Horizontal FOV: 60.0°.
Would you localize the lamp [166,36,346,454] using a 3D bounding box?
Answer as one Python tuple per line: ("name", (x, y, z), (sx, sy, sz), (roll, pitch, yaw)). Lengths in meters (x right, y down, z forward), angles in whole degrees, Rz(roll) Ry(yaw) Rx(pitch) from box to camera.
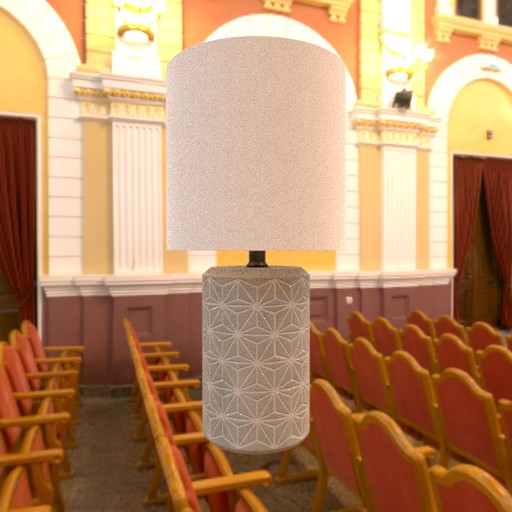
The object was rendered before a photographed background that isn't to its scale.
("lamp", (0.000, 0.000, 0.521), (0.206, 0.416, 0.206), (0, 1, -19))
